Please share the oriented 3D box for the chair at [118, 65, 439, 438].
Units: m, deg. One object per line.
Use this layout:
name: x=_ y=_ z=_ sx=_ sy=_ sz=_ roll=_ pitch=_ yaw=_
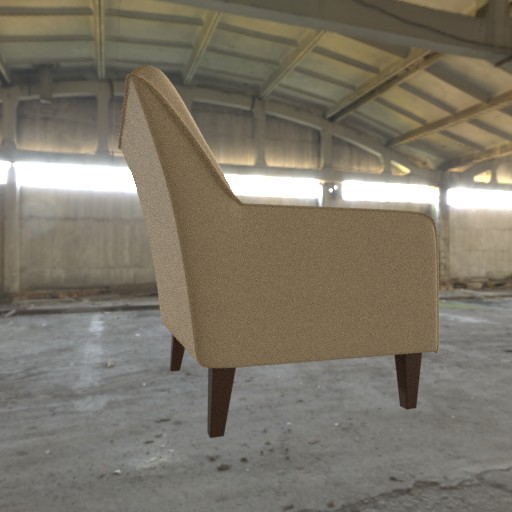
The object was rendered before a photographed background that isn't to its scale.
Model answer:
chair: x=0.000 y=0.000 z=1.538 sx=0.899 sy=0.919 sz=0.780 roll=0 pitch=-1 yaw=-19
